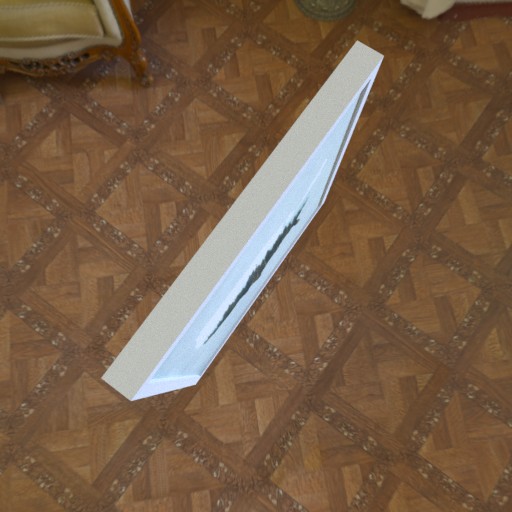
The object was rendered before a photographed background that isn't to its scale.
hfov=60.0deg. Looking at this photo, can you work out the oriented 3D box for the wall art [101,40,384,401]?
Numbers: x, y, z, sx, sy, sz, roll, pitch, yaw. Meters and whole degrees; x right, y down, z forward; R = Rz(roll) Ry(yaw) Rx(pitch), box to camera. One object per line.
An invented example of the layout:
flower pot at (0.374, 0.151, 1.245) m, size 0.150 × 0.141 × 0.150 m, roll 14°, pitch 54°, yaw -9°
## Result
wall art at (0.000, 0.000, 0.454) m, size 0.024 × 0.304 × 0.304 m, roll 34°, pitch 78°, yaw 8°
